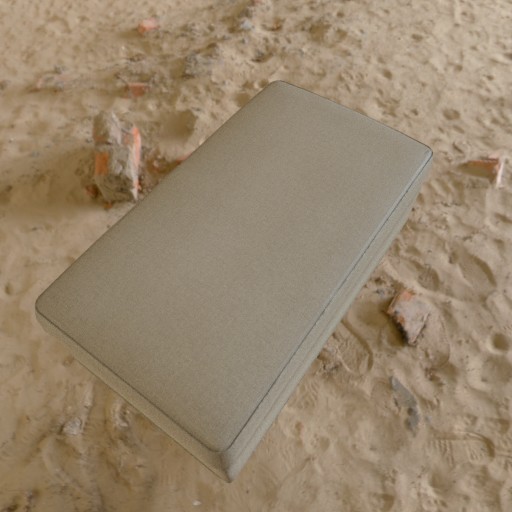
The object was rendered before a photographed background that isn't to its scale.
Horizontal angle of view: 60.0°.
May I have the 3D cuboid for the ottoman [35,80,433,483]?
[{"bbox_3d":[0.000,0.000,1.371,0.617,0.461,1.097,31,63,18],"label":"ottoman"}]
